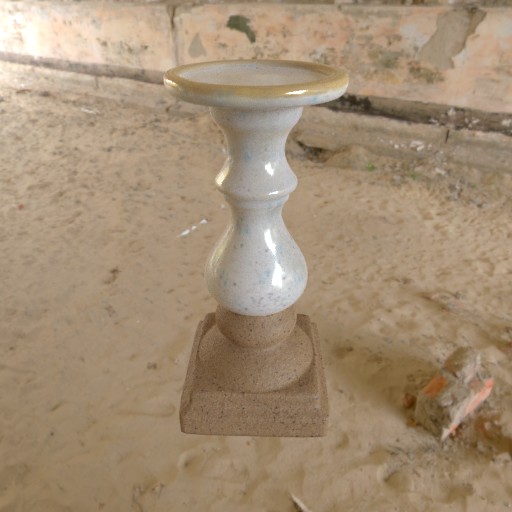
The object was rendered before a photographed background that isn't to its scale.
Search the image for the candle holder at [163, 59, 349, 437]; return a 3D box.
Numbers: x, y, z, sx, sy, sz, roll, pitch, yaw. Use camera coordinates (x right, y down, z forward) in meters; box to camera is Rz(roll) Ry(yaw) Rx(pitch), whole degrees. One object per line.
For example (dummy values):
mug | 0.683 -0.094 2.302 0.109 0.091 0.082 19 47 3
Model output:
candle holder | 0.000 0.000 0.306 0.110 0.239 0.110 1 31 1
